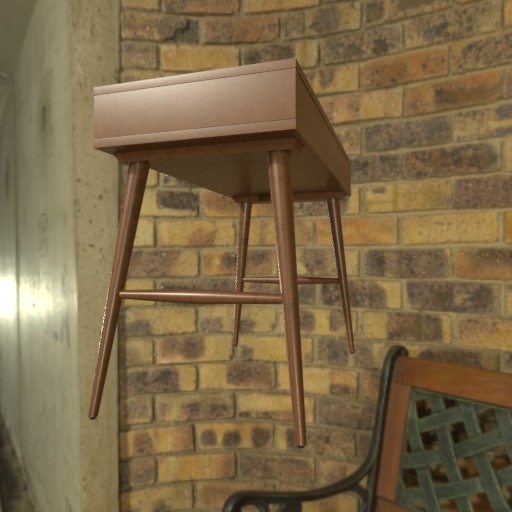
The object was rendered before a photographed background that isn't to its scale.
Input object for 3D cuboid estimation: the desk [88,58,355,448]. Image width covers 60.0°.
[{"bbox_3d":[0.000,0.000,1.380,0.510,0.758,0.949,0,-1,18],"label":"desk"}]
